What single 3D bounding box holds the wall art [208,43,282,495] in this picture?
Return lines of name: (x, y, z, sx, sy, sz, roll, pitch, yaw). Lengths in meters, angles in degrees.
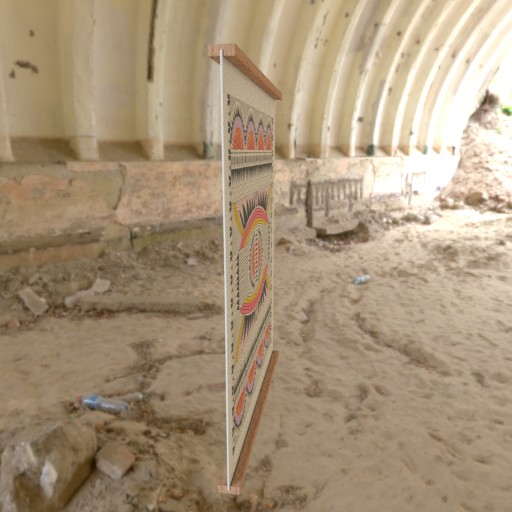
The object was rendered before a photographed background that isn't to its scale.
wall art: (0.000, 0.000, 0.694, 0.028, 0.527, 0.403, 2, 13, 10)
